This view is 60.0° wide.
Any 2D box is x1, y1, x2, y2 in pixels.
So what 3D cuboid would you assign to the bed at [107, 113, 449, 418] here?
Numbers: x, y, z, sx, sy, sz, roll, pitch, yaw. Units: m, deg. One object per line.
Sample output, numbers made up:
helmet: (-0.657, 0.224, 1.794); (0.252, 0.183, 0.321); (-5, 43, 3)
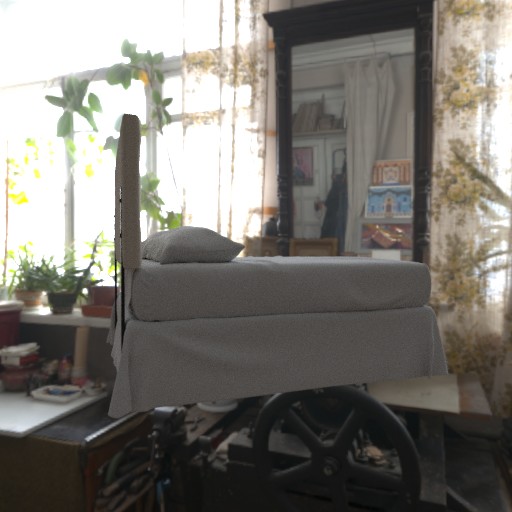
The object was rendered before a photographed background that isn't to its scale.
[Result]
bed: (0.000, 0.000, 3.458); (2.222, 1.577, 1.936); (0, 1, -19)
